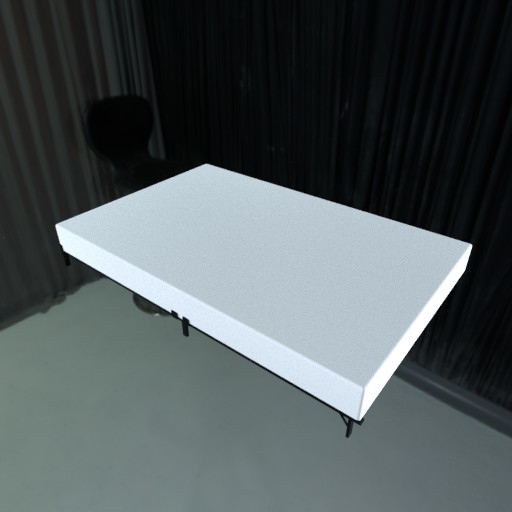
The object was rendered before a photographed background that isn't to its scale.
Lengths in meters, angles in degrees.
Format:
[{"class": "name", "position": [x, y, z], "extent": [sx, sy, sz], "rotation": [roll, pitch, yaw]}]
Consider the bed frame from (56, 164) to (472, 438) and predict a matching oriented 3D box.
[{"class": "bed frame", "position": [0.000, 0.000, 3.847], "extent": [2.987, 0.440, 1.930], "rotation": [23, 39, 32]}]
